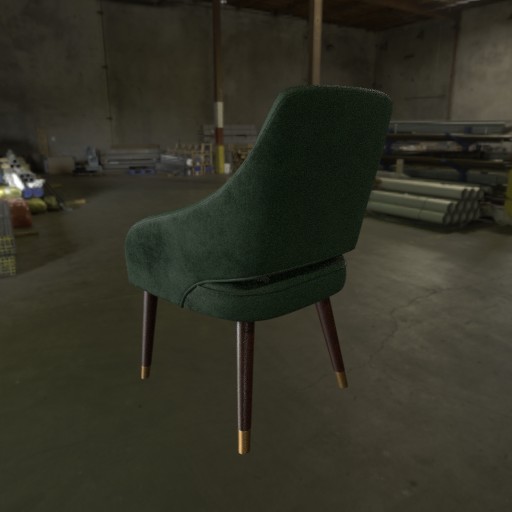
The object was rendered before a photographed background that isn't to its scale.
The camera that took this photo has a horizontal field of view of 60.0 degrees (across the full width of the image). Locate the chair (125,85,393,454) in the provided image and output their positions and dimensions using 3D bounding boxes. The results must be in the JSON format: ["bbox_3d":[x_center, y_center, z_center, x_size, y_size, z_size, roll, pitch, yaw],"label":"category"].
[{"bbox_3d":[0.000,0.000,1.583,0.683,1.081,0.794,-15,21,-42],"label":"chair"}]
